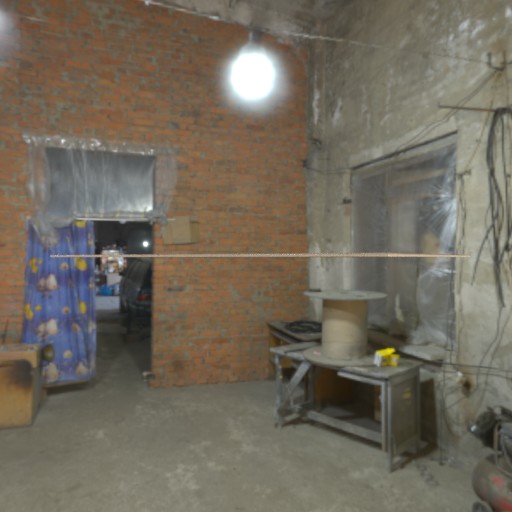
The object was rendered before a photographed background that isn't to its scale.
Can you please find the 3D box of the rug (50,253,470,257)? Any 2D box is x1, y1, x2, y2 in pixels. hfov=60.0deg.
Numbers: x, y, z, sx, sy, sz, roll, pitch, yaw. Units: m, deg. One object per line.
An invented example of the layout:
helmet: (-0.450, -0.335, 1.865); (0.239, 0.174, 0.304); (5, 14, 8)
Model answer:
rug: (0.000, 0.000, 2.326); (1.839, 0.012, 1.219); (0, 0, 36)
